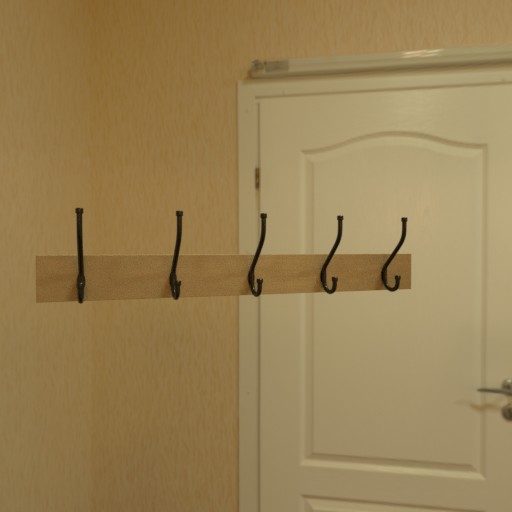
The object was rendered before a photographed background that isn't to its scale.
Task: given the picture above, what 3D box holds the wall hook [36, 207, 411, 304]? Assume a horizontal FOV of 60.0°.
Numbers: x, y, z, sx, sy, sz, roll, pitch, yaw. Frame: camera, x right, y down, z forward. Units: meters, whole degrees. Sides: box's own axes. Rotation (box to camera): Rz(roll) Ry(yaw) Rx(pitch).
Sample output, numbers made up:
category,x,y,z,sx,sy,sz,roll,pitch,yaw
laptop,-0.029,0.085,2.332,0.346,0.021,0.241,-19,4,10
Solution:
category,x,y,z,sx,sy,sz,roll,pitch,yaw
wall hook,0.000,0.000,0.632,0.571,0.117,0.071,0,1,-20
